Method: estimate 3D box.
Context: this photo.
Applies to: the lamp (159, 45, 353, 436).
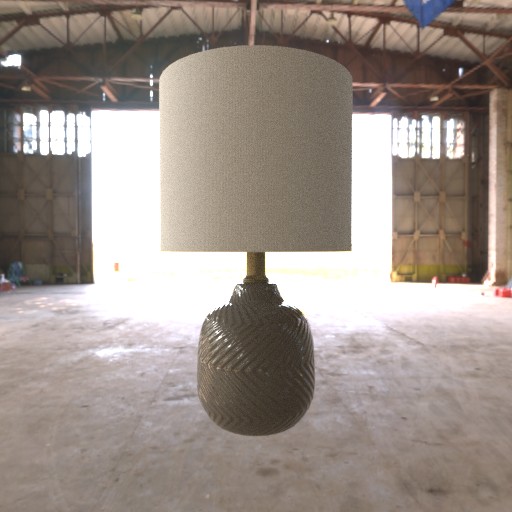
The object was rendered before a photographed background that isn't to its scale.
[{"bbox_3d":[0.000,0.000,0.487,0.207,0.366,0.207,0,1,17],"label":"lamp"}]
